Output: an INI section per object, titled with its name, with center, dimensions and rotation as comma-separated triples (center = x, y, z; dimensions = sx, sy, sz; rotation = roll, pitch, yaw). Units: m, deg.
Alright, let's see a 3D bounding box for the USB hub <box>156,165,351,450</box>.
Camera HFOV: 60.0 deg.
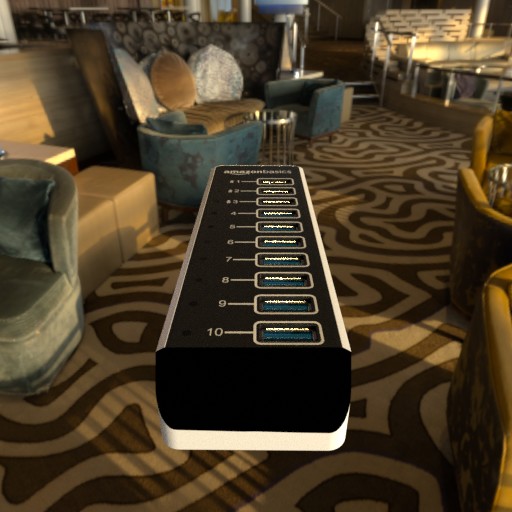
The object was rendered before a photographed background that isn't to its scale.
[USB hub]
center = 0.000, 0.000, 0.161
dimensions = 0.044, 0.023, 0.145
rotation = 0, 29, 0
